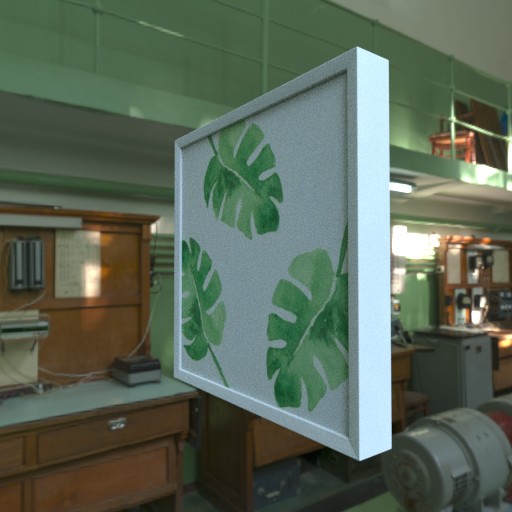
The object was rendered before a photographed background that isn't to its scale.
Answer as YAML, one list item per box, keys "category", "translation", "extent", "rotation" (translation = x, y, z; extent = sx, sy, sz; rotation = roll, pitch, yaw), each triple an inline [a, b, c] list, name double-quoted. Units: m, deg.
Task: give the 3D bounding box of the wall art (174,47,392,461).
- category: "wall art"
  translation: [0.000, 0.000, 0.459]
  extent: [0.038, 0.305, 0.305]
  rotation: [1, -2, -36]
